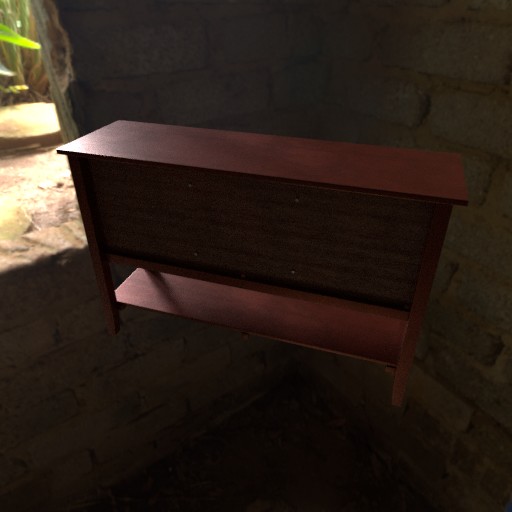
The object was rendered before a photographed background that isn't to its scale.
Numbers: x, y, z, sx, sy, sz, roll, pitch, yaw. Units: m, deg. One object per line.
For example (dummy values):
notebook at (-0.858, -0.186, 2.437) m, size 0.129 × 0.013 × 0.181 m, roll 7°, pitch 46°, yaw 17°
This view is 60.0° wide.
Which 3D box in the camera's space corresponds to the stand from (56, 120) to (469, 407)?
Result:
stand at (0.000, 0.000, 1.787) m, size 1.362 × 0.872 × 0.410 m, roll 10°, pitch 34°, yaw 15°
